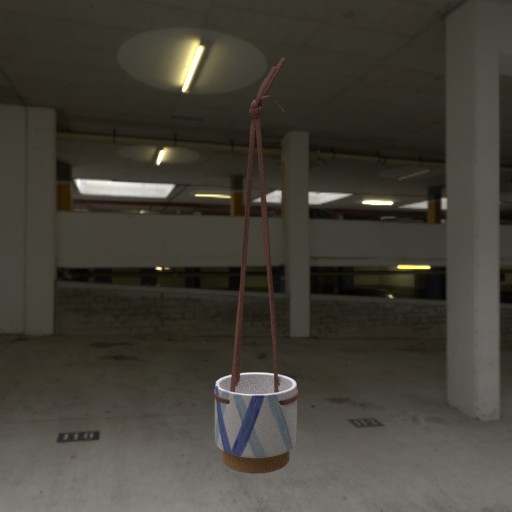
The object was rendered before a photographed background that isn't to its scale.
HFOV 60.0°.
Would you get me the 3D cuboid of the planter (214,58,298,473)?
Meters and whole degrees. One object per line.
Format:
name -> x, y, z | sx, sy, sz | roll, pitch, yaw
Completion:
planter -> 0.000, 0.000, 0.831 | 0.157, 0.753, 0.153 | 0, 0, -18
